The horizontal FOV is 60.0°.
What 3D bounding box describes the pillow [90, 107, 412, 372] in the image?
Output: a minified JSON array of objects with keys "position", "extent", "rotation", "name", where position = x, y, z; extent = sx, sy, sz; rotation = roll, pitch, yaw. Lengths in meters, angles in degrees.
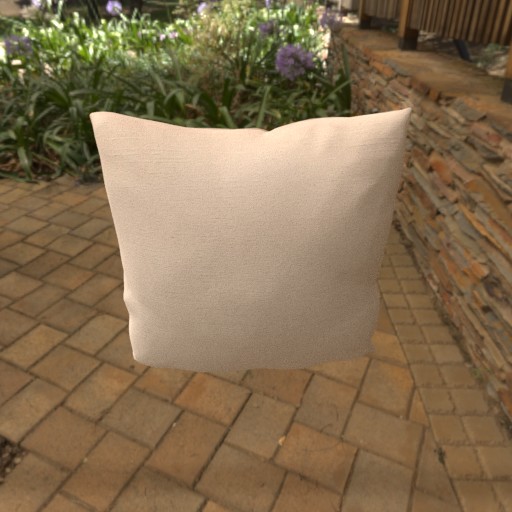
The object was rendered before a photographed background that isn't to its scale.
[{"position":[0.000,0.000,0.703],"extent":[0.450,0.448,0.245],"rotation":[-2,30,-3],"name":"pillow"}]
